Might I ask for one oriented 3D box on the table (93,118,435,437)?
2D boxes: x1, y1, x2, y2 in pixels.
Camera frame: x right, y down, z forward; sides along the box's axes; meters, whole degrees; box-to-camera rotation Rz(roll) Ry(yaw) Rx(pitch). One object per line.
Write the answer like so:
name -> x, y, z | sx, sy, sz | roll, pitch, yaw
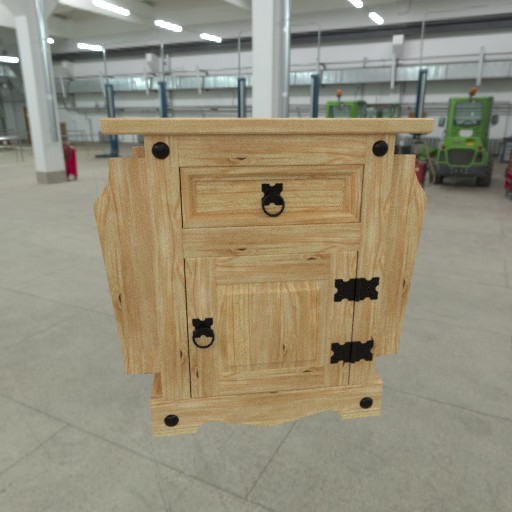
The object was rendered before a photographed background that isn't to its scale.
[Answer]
table -> 0.000, 0.000, 0.868 | 0.530, 0.515, 0.380 | -2, 17, -8
